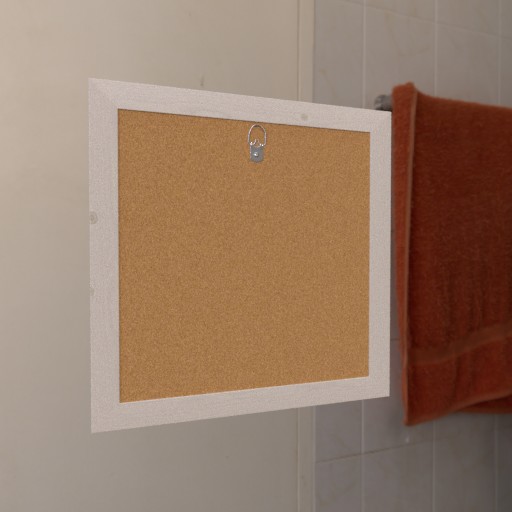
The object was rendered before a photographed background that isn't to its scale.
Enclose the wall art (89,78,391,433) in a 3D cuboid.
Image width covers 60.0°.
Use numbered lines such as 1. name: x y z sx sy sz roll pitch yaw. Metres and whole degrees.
1. wall art: 0.000 0.000 0.815 0.572 0.577 0.015 0 1 -18
